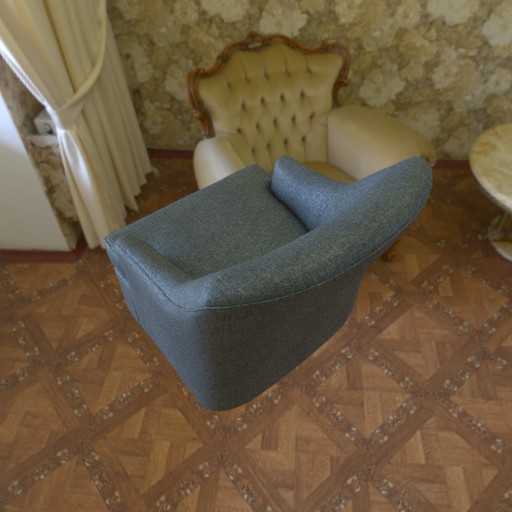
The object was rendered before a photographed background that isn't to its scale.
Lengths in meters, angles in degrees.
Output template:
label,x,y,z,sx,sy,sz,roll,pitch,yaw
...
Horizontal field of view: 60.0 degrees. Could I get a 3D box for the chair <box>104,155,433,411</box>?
label,x,y,z,sx,sy,sz,roll,pitch,yaw
chair,0.000,0.000,1.608,0.864,0.856,0.923,-32,54,-27
